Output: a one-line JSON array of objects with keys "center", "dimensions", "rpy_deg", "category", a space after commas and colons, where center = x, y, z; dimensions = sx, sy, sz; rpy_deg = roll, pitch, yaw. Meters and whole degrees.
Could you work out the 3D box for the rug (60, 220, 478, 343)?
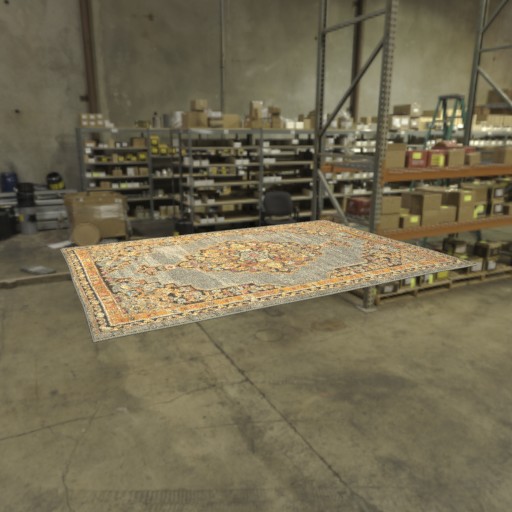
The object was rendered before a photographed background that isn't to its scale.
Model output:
[{"center": [0.000, 0.000, 3.937], "dimensions": [3.063, 0.024, 2.158], "rpy_deg": [-8, 18, -26], "category": "rug"}]
